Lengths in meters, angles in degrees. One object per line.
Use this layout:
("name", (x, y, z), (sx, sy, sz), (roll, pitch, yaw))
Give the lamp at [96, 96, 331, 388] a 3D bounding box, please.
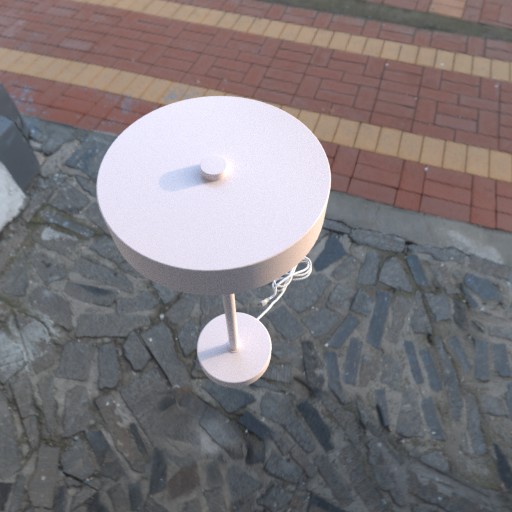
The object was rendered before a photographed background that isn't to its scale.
("lamp", (0.000, 0.000, 0.673), (0.229, 0.508, 0.369), (31, 63, 18))
